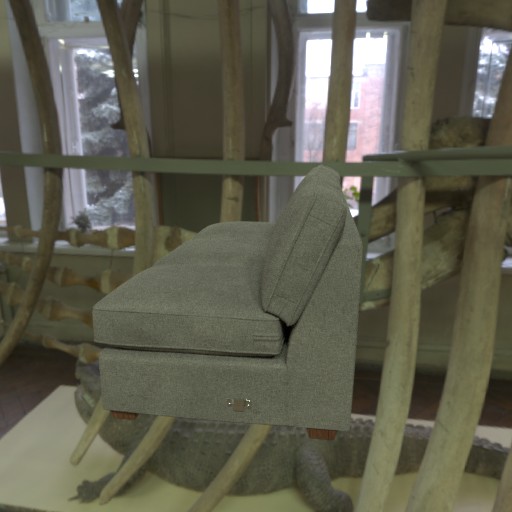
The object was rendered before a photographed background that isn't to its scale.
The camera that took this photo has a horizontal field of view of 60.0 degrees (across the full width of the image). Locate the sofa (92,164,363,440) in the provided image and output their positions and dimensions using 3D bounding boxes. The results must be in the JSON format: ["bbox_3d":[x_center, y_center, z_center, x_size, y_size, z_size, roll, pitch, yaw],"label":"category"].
[{"bbox_3d":[0.000,0.000,2.545,1.027,0.973,1.962,2,14,8],"label":"sofa"}]
